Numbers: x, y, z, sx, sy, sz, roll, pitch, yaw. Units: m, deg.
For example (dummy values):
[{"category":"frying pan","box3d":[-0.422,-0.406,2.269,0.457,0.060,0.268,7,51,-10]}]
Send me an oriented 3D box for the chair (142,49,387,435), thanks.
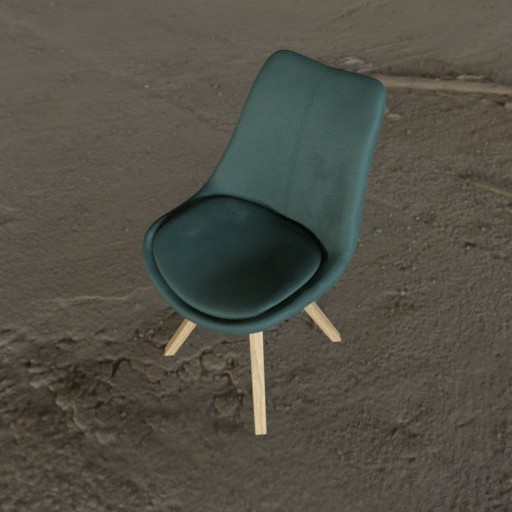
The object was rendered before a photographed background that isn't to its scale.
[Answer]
[{"category":"chair","box3d":[0.000,0.000,1.186,0.483,0.865,0.547,32,54,27]}]
